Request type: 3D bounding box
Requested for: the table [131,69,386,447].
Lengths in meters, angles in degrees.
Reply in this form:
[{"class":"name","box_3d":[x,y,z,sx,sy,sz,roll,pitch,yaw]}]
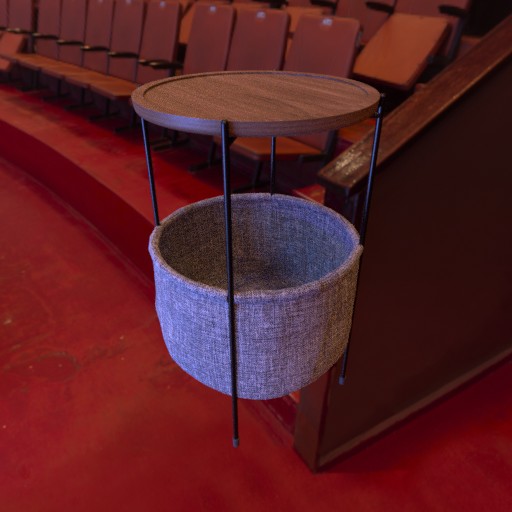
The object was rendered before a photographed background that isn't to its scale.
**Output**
[{"class":"table","box_3d":[0.000,0.000,0.868,0.400,0.623,0.400,-19,36,-29]}]
